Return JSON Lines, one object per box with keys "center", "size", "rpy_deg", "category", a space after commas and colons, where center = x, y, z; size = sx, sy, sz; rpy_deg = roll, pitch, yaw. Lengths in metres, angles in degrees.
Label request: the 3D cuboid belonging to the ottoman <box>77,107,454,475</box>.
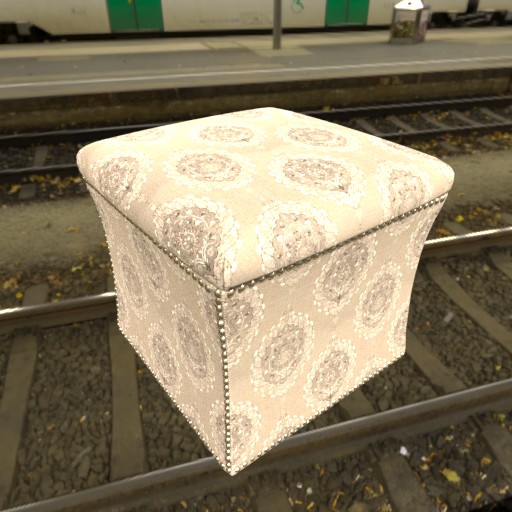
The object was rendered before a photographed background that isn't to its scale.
{"center": [0.000, 0.000, 0.887], "size": [0.497, 0.473, 0.507], "rpy_deg": [-22, 39, -31], "category": "ottoman"}
